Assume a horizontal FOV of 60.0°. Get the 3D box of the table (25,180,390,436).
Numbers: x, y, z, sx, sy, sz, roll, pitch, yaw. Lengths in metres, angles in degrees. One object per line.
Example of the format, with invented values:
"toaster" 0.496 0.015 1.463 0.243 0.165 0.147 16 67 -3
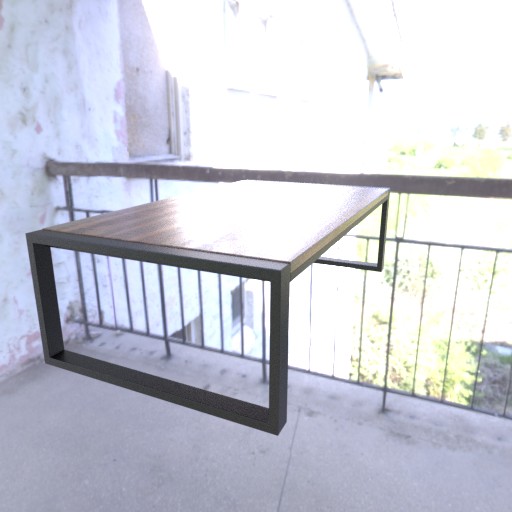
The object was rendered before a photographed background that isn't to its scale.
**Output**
"table" 0.000 0.000 1.693 0.750 0.400 1.350 8 18 24
